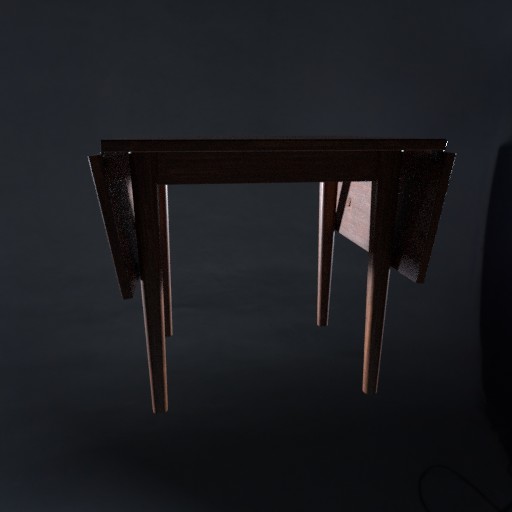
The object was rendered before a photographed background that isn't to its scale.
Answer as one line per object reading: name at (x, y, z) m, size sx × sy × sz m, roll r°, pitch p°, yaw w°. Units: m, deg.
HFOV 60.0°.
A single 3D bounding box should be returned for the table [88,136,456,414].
table at (0.000, 0.000, 1.472) m, size 0.843 × 0.763 × 0.812 m, roll -2°, pitch 16°, yaw -8°
